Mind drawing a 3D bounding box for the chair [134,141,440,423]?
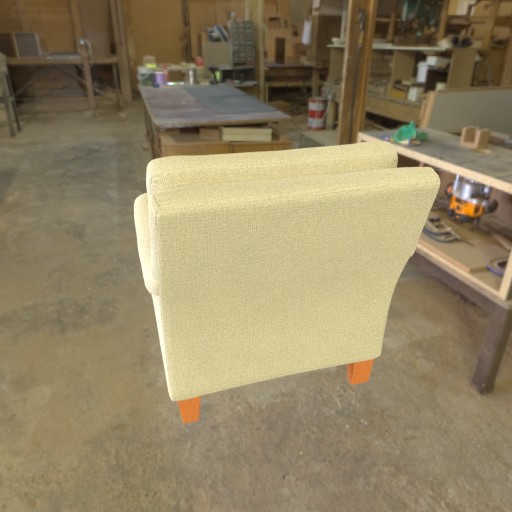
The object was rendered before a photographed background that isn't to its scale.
[{"bbox_3d":[0.000,0.000,1.889,0.955,1.038,1.070,-8,28,-15],"label":"chair"}]
